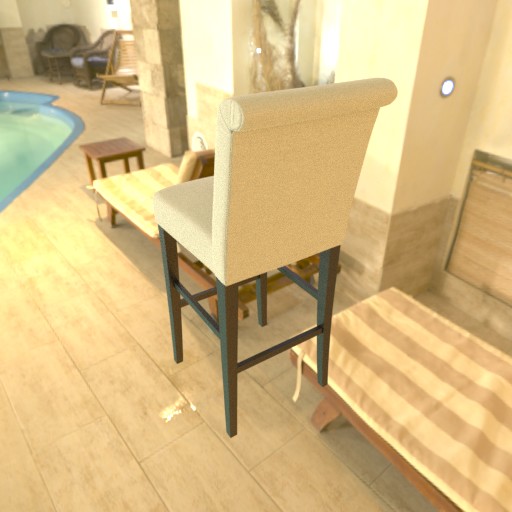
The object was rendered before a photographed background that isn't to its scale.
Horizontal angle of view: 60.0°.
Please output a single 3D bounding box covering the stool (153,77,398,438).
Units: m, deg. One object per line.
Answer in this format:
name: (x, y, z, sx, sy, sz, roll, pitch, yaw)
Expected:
stool: (0.000, 0.000, 1.448, 0.452, 1.124, 0.597, -19, 36, -28)
